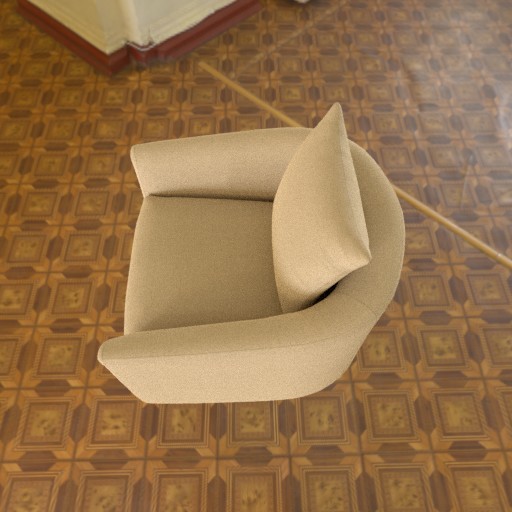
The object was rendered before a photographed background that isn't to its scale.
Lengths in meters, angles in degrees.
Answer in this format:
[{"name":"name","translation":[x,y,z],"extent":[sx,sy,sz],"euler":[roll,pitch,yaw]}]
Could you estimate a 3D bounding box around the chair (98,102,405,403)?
[{"name":"chair","translation":[0.000,0.000,1.565],"extent":[0.910,0.848,0.845],"euler":[-1,59,-1]}]
